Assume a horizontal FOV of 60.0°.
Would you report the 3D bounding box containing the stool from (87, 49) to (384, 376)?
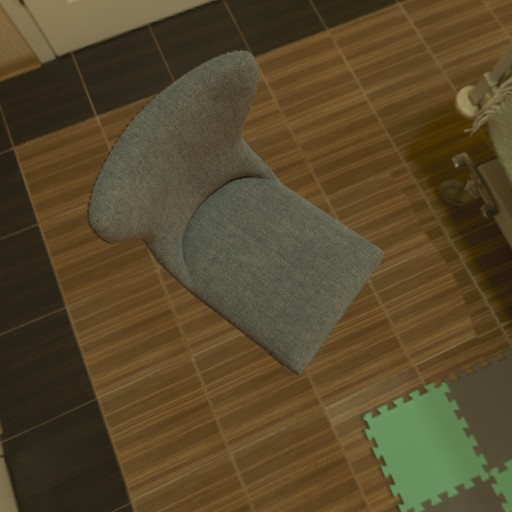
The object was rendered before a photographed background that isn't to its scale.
[{"bbox_3d":[0.000,0.000,1.303,0.608,0.981,0.498,36,78,9],"label":"stool"}]
